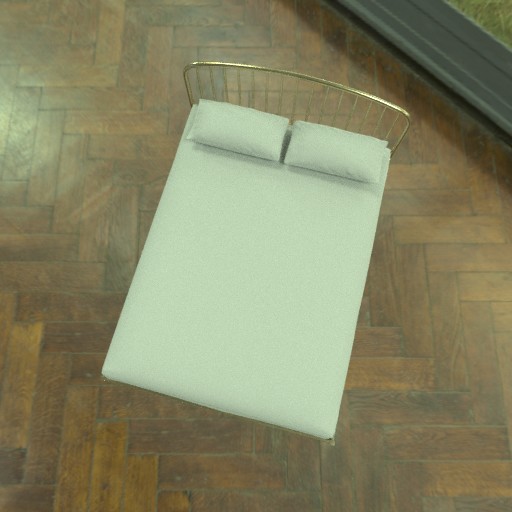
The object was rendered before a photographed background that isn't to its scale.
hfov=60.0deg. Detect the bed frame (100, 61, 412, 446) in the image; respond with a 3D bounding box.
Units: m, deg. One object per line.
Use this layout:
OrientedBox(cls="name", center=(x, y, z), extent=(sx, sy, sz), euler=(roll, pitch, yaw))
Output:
OrientedBox(cls="bed frame", center=(0.000, 0.000, 3.083), extent=(1.612, 1.175, 2.152), euler=(14, 75, 4))
